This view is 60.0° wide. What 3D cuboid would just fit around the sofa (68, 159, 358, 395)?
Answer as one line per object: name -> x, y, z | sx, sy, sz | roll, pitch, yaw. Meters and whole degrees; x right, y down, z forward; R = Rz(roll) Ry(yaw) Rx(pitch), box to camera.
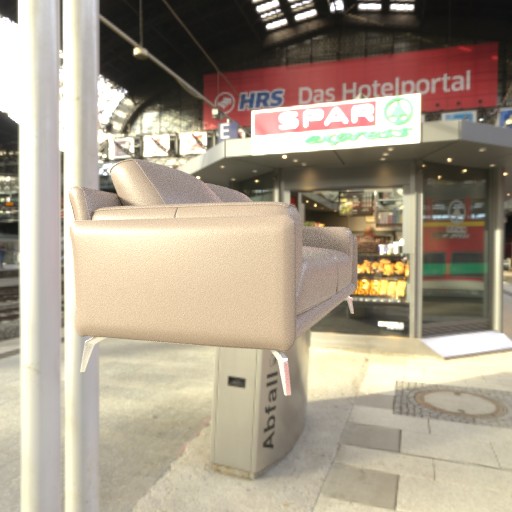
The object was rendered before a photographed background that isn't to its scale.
sofa -> 0.000, 0.000, 2.584 | 1.049, 0.930, 2.101 | 0, 1, 18
